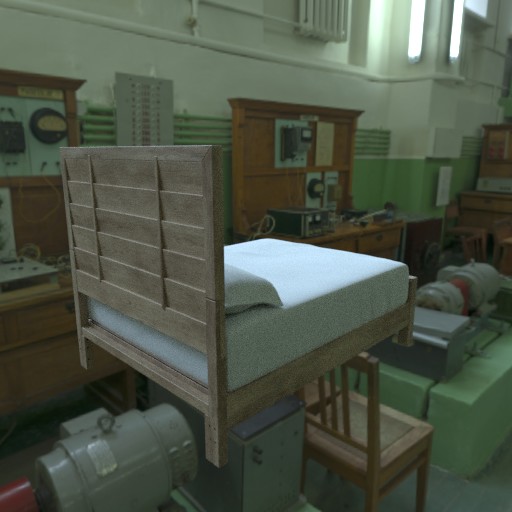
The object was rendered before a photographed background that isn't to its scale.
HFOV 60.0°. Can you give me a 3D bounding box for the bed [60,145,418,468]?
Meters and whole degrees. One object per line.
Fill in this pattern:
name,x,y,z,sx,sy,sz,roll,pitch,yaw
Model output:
bed,0.000,0.000,3.425,1.626,1.626,2.197,13,18,43
